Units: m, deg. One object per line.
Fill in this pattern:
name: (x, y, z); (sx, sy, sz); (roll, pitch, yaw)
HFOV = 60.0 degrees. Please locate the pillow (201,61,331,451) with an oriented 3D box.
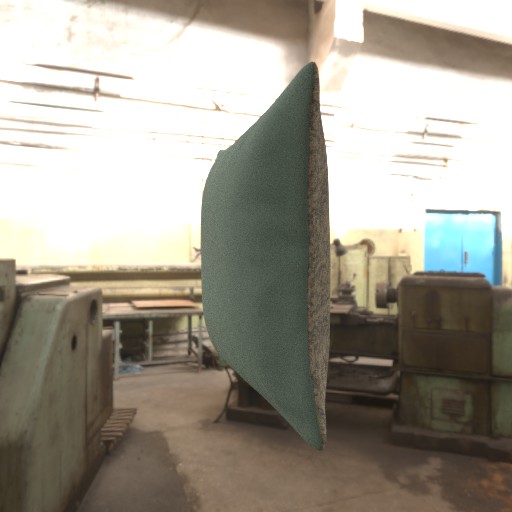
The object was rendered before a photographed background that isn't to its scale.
pillow: (0.000, 0.000, 0.819); (0.166, 0.507, 0.526); (0, 0, -18)
